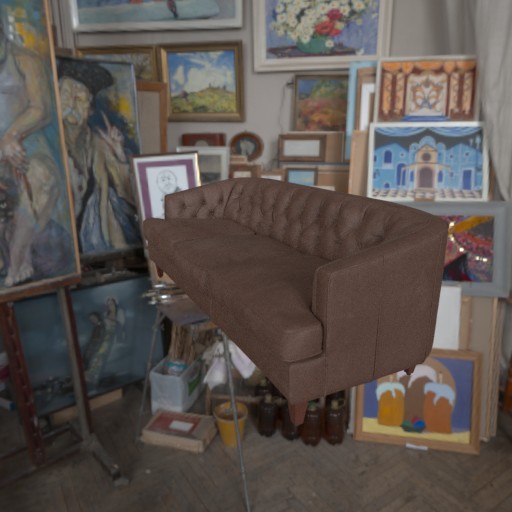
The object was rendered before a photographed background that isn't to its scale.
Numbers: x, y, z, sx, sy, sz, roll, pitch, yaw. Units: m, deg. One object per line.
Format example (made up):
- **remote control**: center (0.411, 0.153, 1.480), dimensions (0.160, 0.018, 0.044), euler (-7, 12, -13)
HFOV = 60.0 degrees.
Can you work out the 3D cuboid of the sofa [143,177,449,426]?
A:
- **sofa**: center (0.000, 0.000, 2.683), dimensions (0.927, 0.787, 2.227), euler (-8, 17, -26)
